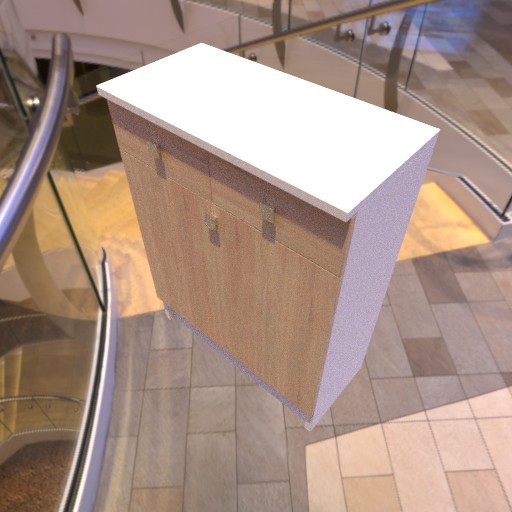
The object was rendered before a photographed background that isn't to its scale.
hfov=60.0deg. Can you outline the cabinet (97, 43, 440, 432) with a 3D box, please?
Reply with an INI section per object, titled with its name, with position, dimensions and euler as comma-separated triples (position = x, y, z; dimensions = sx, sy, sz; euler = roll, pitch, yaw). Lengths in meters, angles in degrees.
[cabinet]
position = 0.000, 0.000, 1.129
dimensions = 0.600, 0.815, 0.296
euler = 32, 54, 27
